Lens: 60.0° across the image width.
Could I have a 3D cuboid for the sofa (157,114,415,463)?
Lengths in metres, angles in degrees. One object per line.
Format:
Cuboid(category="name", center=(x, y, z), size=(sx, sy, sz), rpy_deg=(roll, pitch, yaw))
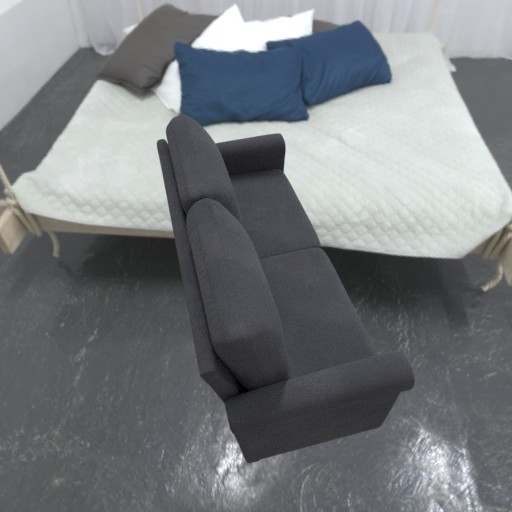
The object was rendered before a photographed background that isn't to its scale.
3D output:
Cuboid(category="sofa", center=(0.000, 0.000, 2.450), size=(0.842, 0.942, 1.935), rpy_deg=(-11, 47, -10))
